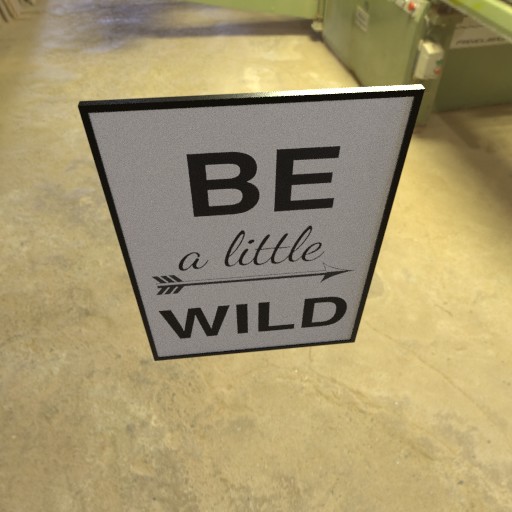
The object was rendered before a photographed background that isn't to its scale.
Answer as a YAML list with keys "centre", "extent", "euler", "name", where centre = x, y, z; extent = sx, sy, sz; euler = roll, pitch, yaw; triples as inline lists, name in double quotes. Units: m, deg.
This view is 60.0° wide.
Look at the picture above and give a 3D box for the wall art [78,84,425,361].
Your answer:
- centre: [0.000, 0.000, 0.772]
  extent: [0.442, 0.582, 0.013]
  euler: [-4, 45, -4]
  name: "wall art"
